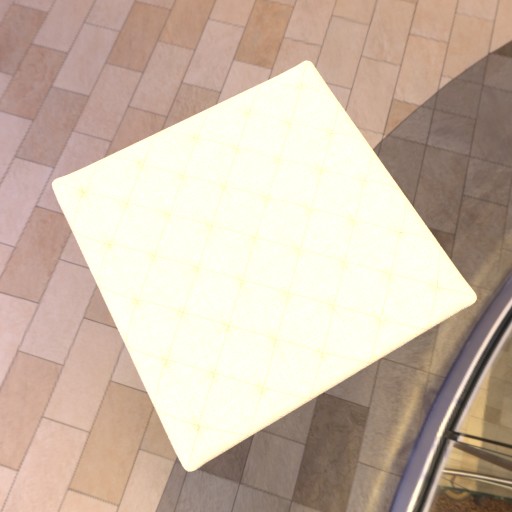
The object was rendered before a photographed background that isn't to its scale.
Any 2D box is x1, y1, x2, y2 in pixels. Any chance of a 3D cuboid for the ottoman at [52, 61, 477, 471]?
[{"bbox_3d":[0.000,0.000,1.620,1.028,0.439,1.028,-28,76,-8],"label":"ottoman"}]
